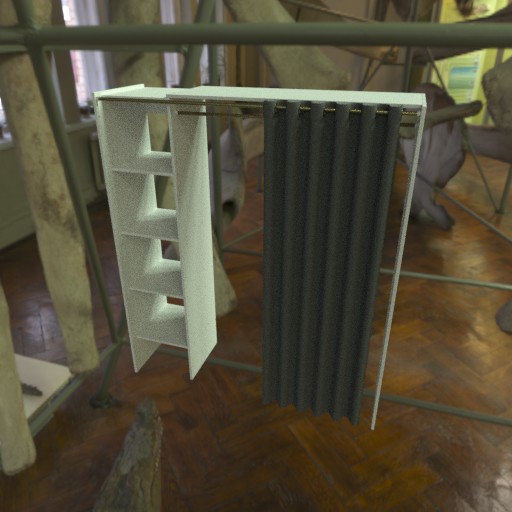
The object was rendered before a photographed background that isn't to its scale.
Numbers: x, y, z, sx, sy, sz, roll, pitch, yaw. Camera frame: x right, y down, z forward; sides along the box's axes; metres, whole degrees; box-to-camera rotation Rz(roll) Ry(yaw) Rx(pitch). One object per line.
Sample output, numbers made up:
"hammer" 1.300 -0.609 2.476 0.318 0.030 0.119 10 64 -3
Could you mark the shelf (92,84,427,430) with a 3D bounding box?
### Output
"shelf" 0.000 0.000 2.607 1.600 1.810 0.500 8 28 16
